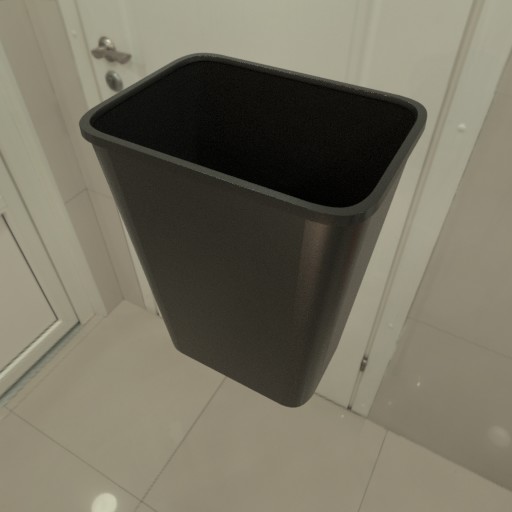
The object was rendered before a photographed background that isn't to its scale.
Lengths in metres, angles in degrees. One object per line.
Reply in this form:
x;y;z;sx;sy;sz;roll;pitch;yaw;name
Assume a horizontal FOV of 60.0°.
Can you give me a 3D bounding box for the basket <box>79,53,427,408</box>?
0.000;0.000;0.755;0.394;0.521;0.287;22;49;20;basket
